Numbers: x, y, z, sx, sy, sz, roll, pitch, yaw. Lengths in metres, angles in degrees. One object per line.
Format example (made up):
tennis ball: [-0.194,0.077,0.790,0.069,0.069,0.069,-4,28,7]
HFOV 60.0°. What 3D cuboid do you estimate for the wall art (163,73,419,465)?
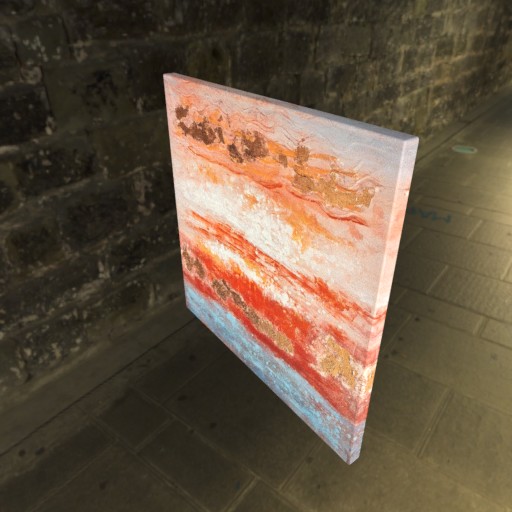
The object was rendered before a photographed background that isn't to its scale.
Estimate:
wall art: [0.000,0.000,1.083,0.035,0.747,0.747,-21,37,-31]
